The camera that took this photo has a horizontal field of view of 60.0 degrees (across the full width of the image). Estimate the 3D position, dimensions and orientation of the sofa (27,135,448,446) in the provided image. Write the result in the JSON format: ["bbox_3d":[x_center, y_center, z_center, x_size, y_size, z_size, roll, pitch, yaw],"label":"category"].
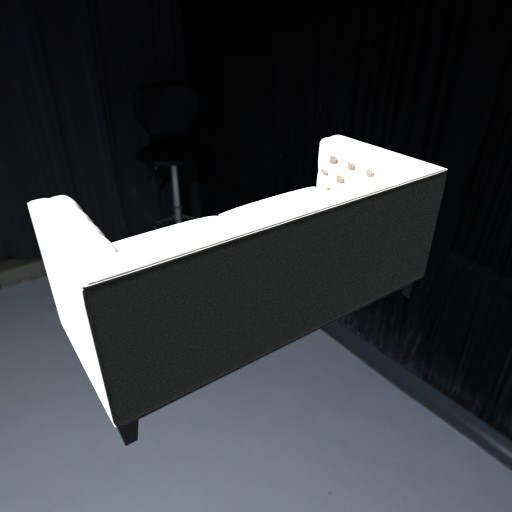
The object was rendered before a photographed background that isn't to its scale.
[{"bbox_3d":[0.000,0.000,2.188,1.778,0.762,0.775,-20,36,-30],"label":"sofa"}]
